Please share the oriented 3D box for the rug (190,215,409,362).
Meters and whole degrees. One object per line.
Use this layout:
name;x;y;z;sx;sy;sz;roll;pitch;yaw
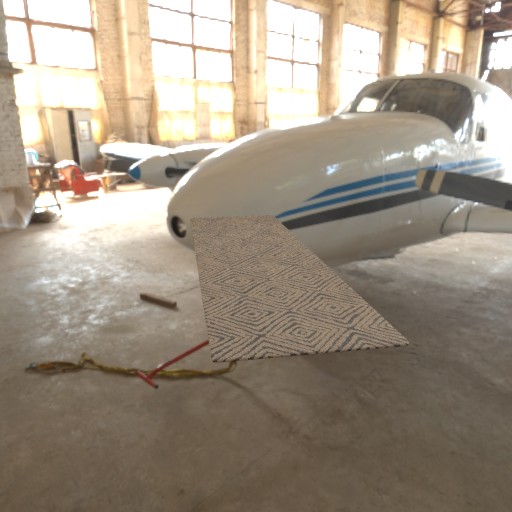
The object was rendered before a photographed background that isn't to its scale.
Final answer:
rug;0.000;0.000;2.528;0.676;0.008;2.277;-3;17;-9
